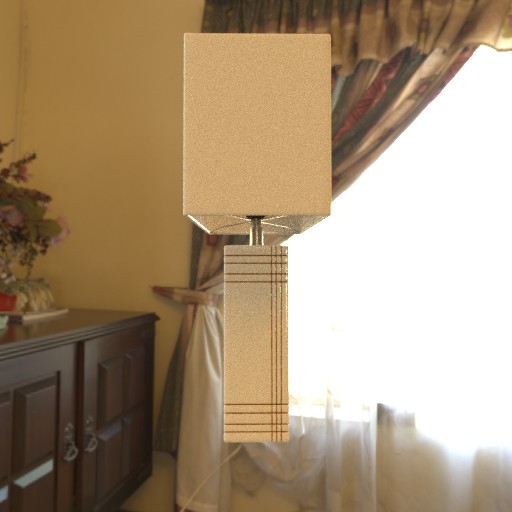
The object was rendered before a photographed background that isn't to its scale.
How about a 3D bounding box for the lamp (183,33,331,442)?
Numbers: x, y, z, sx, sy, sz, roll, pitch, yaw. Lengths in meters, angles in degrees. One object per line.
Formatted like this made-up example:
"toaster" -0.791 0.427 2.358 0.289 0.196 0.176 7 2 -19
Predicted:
"lamp" 0.000 0.000 0.706 0.182 0.543 0.334 0 -1 -1
